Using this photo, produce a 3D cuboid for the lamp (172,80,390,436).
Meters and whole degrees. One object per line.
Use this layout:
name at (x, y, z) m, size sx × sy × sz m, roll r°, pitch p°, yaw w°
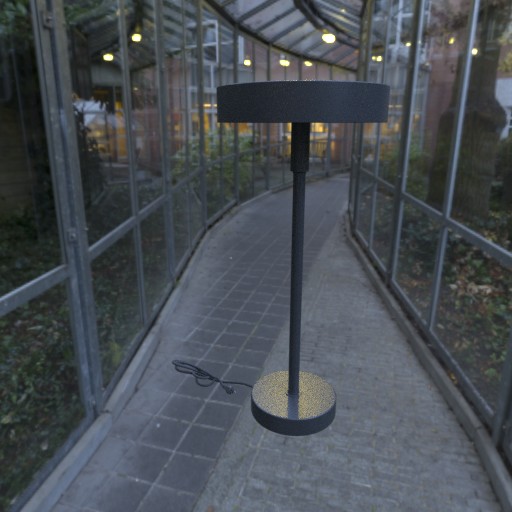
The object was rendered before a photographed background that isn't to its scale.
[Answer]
lamp at (0.000, 0.000, 0.698) m, size 0.369 × 0.508 × 0.229 m, roll 9°, pitch 19°, yaw 28°
